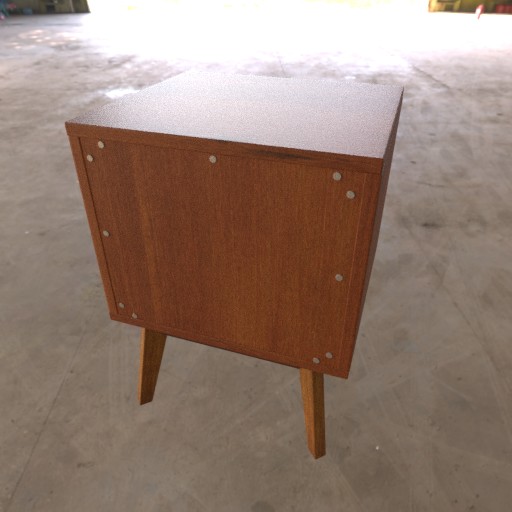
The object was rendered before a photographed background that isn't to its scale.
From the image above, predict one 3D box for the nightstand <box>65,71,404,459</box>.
[{"bbox_3d":[0.000,0.000,0.915,0.460,0.618,0.411,11,35,16],"label":"nightstand"}]
